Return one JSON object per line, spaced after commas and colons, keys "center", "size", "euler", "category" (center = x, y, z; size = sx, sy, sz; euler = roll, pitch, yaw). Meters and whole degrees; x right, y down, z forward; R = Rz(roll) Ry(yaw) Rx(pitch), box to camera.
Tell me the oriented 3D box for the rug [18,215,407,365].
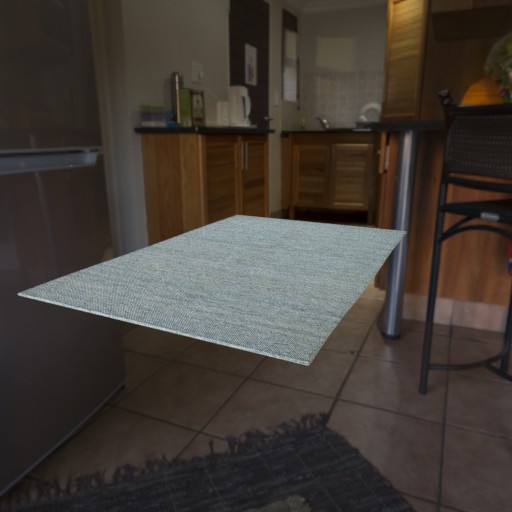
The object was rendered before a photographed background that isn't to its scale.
{"center": [0.000, 0.000, 2.871], "size": [1.547, 0.013, 2.283], "euler": [8, 18, 25], "category": "rug"}
